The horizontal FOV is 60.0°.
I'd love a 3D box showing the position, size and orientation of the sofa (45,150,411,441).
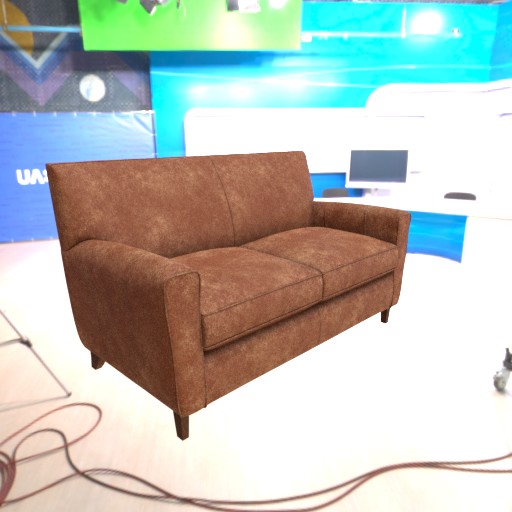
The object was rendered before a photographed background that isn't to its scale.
[{"bbox_3d":[0.000,0.000,2.016,1.473,0.871,0.787,-15,22,-43],"label":"sofa"}]
